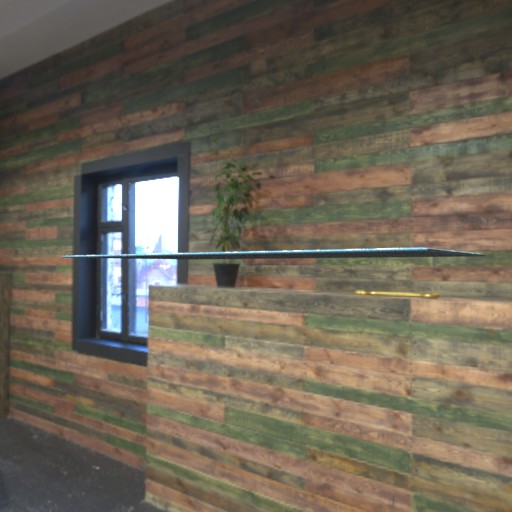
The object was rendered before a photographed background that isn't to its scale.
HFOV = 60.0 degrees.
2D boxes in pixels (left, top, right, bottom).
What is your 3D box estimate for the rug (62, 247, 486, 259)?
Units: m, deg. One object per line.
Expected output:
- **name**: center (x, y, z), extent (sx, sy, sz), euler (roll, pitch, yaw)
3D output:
- **rug**: center (0.000, 0.000, 1.409), extent (1.219, 0.007, 0.604), euler (-1, -1, 36)
